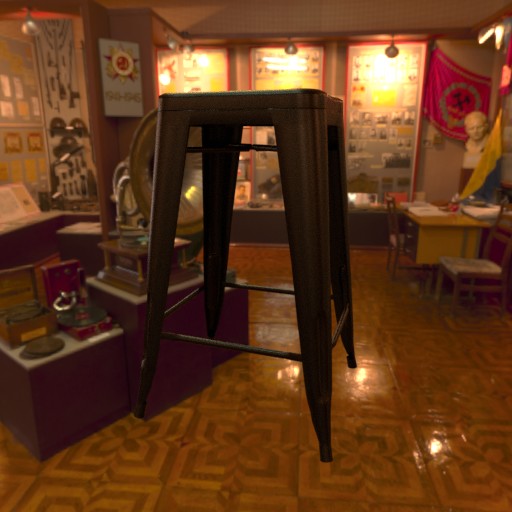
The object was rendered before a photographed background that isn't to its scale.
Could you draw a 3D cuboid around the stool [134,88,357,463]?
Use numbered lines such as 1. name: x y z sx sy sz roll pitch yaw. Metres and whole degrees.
1. stool: 0.000 0.000 0.895 0.455 0.609 0.423 2 16 8
